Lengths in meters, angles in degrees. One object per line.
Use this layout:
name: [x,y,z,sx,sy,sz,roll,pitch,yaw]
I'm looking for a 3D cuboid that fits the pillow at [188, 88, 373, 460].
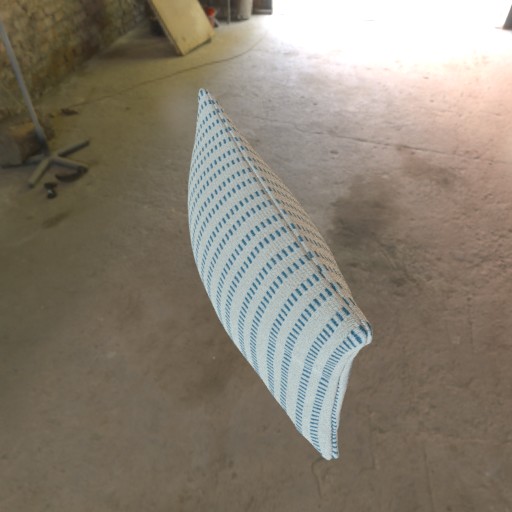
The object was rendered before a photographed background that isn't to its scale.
pillow: [0.000,0.000,0.797,0.210,0.353,0.640,-15,48,-14]
